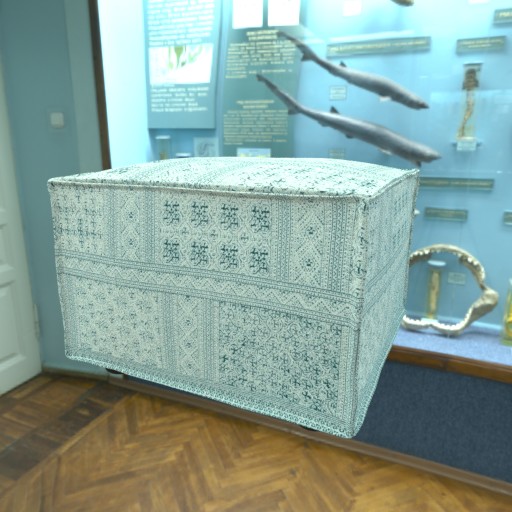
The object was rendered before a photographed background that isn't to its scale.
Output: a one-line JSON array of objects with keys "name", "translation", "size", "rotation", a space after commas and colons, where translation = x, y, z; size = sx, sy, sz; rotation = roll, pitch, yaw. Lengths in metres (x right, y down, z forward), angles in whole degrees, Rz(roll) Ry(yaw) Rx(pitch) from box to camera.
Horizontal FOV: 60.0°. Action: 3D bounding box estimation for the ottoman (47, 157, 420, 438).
[{"name": "ottoman", "translation": [0.000, 0.000, 1.018], "size": [0.626, 0.439, 0.617], "rotation": [7, 17, 25]}]
